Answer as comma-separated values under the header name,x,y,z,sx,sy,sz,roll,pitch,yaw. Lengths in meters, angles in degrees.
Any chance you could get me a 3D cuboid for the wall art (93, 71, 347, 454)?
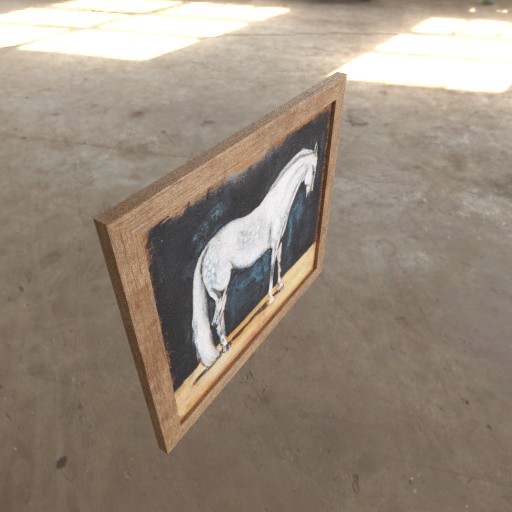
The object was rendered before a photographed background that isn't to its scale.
name,x,y,z,sx,sy,sz,roll,pitch,yaw
wall art,0.000,0.000,0.957,0.026,0.588,0.690,23,45,25
